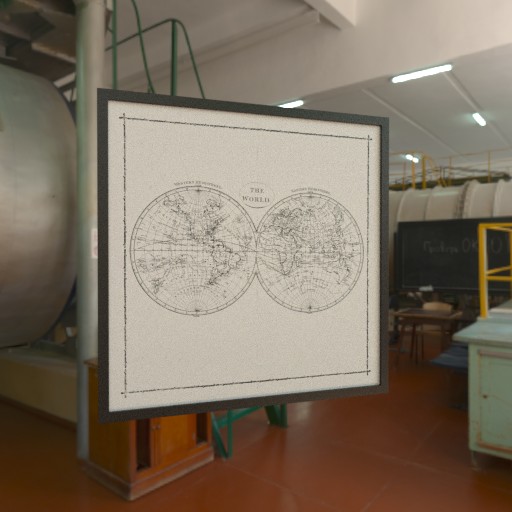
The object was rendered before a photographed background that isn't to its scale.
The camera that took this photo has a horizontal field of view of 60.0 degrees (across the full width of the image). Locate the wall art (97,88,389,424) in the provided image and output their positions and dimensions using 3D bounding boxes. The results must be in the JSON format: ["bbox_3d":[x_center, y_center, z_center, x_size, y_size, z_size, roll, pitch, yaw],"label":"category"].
[{"bbox_3d":[0.000,0.000,1.149,0.773,0.775,0.031,0,1,-17],"label":"wall art"}]
